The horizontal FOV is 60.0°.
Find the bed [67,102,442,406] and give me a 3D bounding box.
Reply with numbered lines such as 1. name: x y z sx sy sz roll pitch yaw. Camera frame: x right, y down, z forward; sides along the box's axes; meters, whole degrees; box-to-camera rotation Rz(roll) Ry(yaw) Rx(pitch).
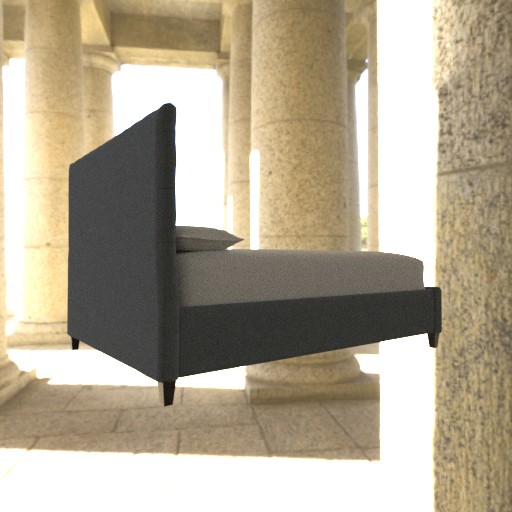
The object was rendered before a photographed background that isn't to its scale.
1. bed: 0.000 0.000 3.389 2.335 1.411 1.698 0 0 -37
